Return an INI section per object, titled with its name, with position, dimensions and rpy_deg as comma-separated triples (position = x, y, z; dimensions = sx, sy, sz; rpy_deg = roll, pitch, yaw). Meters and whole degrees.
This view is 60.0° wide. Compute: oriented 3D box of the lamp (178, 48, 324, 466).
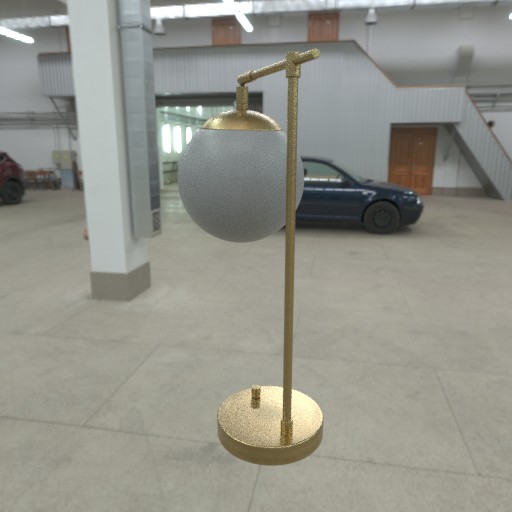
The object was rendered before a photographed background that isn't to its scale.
[lamp]
position = 0.000, 0.000, 0.705
dimensions = 0.207, 0.559, 0.324
rpy_deg = -6, 15, -24
